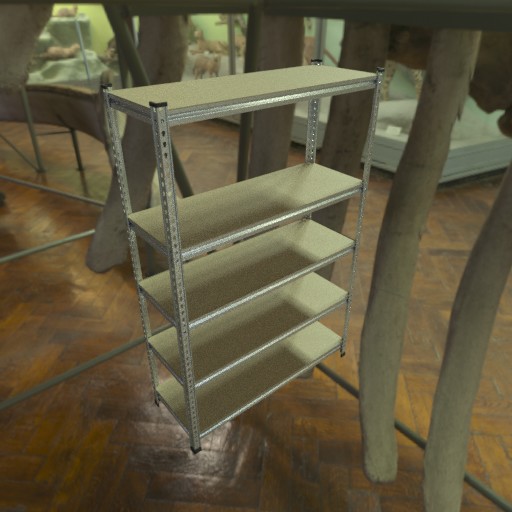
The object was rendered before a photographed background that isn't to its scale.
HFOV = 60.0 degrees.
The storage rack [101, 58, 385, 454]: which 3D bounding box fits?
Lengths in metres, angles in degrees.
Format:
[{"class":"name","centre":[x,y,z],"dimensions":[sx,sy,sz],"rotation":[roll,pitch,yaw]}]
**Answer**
[{"class":"storage rack","centre":[0.000,0.000,2.397],"dimensions":[1.219,1.829,0.457],"rotation":[-23,38,-33]}]
